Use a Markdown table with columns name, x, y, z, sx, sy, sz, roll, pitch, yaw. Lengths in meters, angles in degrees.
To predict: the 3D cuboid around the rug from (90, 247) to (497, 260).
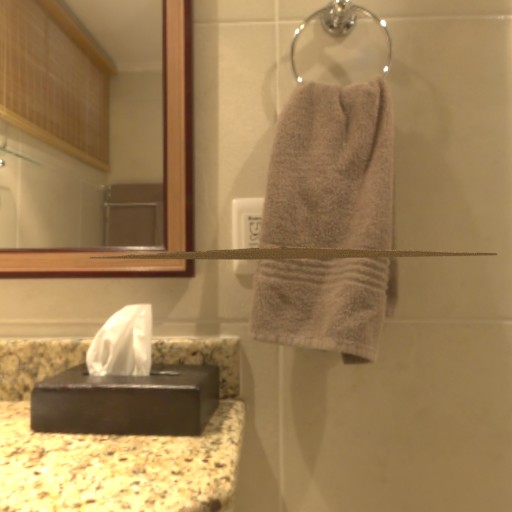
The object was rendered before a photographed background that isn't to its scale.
| name | x | y | z | sx | sy | sz | roll | pitch | yaw |
| --- | --- | --- | --- | --- | --- | --- | --- | --- | --- |
| rug | 0.000 | 0.000 | 2.977 | 1.521 | 0.015 | 2.436 | 1 | -1 | -36 |
